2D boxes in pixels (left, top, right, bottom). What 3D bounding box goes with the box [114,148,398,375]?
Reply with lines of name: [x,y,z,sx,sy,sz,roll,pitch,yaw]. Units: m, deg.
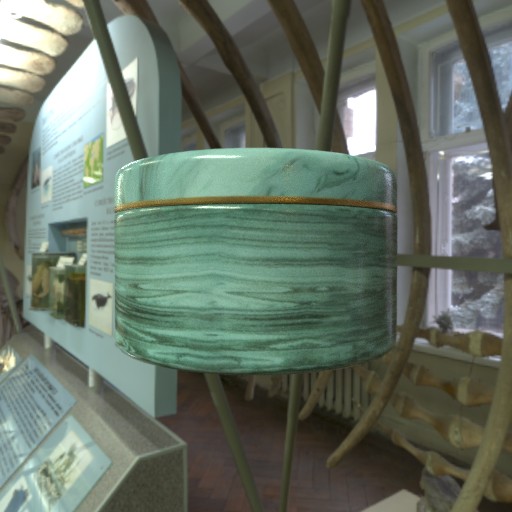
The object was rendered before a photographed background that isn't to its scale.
box: [0.000,0.000,0.167,0.101,0.063,0.101,0,1,0]
